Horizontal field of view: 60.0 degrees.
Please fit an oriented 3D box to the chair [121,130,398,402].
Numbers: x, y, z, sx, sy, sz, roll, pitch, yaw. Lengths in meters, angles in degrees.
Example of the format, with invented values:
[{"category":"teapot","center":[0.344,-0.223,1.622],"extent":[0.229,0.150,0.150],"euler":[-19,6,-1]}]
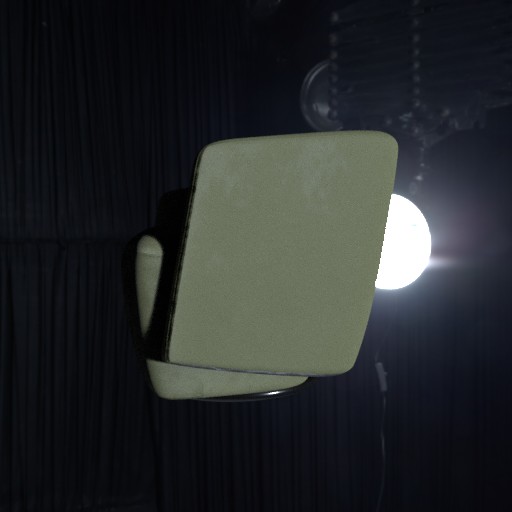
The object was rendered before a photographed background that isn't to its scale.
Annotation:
[{"category":"chair","center":[0.000,0.000,1.325],"extent":[0.767,0.698,0.773],"euler":[0,0,-18]}]
